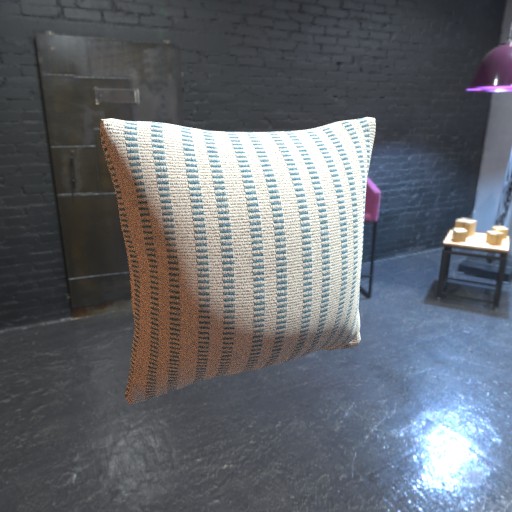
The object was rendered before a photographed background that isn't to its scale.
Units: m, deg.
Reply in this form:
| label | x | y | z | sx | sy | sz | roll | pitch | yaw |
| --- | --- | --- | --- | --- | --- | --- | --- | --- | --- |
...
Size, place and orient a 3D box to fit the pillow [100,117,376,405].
| label | x | y | z | sx | sy | sz | roll | pitch | yaw |
| --- | --- | --- | --- | --- | --- | --- | --- | --- | --- |
| pillow | 0.000 | 0.000 | 0.701 | 0.438 | 0.419 | 0.247 | -8 | 19 | -24 |
